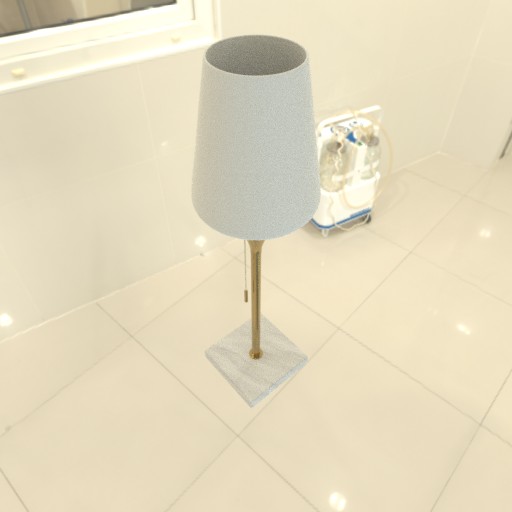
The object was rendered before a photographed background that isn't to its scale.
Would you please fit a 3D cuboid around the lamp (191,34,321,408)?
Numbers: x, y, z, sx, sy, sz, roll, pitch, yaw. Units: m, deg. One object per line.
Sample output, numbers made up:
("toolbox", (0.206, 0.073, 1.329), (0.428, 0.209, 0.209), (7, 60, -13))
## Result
("lamp", (0.000, 0.000, 0.716), (0.181, 0.639, 0.181), (-32, 54, -27))
